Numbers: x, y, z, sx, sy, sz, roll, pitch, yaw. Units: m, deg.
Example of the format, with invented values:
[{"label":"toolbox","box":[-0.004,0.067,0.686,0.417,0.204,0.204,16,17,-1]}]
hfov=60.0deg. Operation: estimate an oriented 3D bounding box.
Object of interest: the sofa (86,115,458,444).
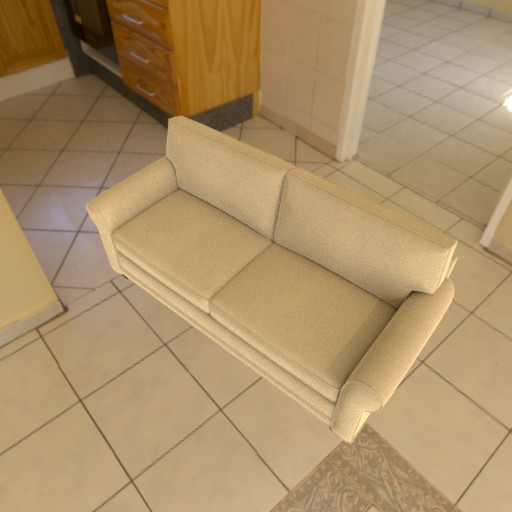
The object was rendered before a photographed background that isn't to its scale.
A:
[{"label":"sofa","box":[0.000,0.000,2.704,2.146,0.962,0.901,30,53,26]}]
